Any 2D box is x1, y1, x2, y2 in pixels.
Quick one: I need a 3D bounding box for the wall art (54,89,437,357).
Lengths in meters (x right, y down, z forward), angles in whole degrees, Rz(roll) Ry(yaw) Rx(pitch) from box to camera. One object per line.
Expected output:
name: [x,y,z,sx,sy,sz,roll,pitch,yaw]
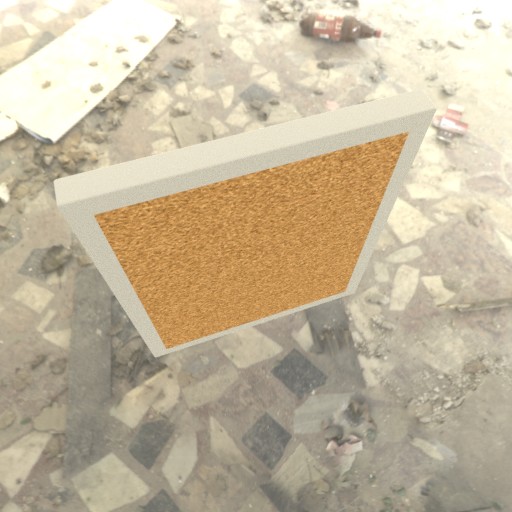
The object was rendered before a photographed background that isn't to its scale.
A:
wall art: [0.000,0.000,0.536,0.331,0.381,0.028,-17,61,-9]
